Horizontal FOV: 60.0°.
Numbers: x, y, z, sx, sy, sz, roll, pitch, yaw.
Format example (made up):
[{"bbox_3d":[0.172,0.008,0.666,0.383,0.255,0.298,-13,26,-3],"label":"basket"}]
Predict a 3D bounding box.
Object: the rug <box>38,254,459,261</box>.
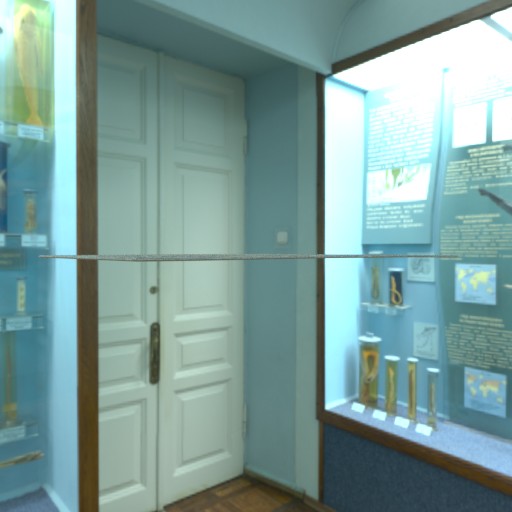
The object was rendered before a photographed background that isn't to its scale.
[{"bbox_3d":[0.000,0.000,2.304,1.830,0.016,1.224,0,1,-38],"label":"rug"}]
